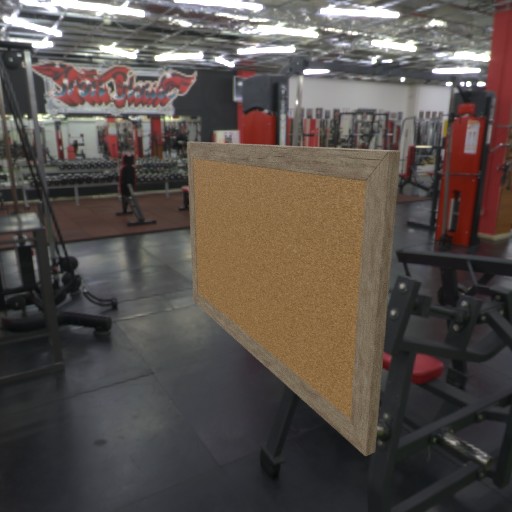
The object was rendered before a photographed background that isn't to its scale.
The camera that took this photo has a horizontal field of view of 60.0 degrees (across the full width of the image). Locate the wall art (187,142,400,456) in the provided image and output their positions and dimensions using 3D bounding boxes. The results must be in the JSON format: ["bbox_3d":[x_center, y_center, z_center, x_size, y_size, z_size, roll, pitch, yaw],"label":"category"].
[{"bbox_3d":[0.000,0.000,0.986,0.021,0.480,0.780,-8,17,-27],"label":"wall art"}]
